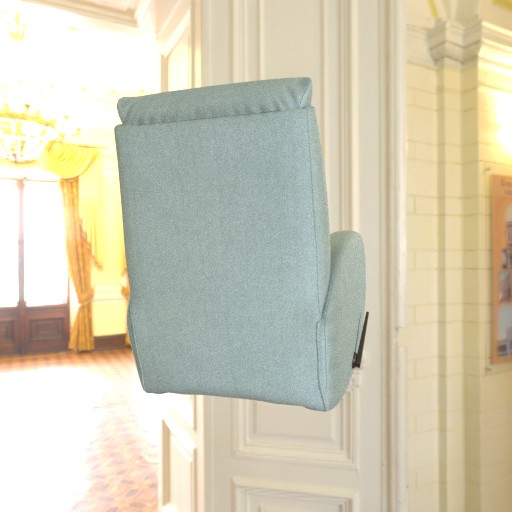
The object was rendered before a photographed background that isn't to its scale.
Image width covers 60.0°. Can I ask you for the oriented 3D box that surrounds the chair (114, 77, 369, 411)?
[{"bbox_3d":[0.000,0.000,1.680,0.812,1.013,0.940,0,0,17],"label":"chair"}]
